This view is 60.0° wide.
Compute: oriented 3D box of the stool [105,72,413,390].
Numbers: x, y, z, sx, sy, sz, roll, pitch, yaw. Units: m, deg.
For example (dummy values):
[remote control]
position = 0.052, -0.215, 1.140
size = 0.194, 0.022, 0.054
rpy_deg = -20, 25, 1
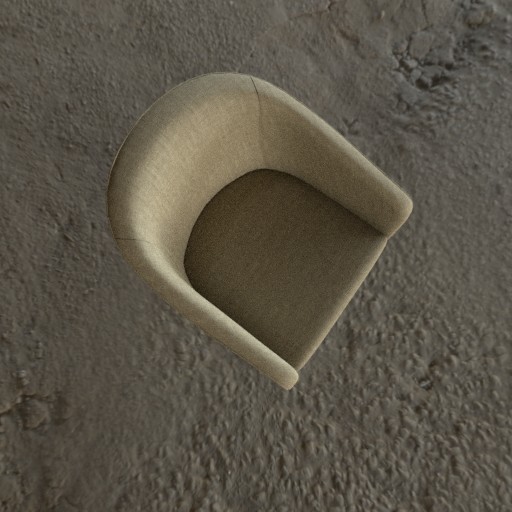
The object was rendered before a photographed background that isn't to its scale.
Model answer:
[stool]
position = 0.000, 0.000, 1.412
size = 0.607, 1.078, 0.559
rpy_deg = 35, 79, 8
